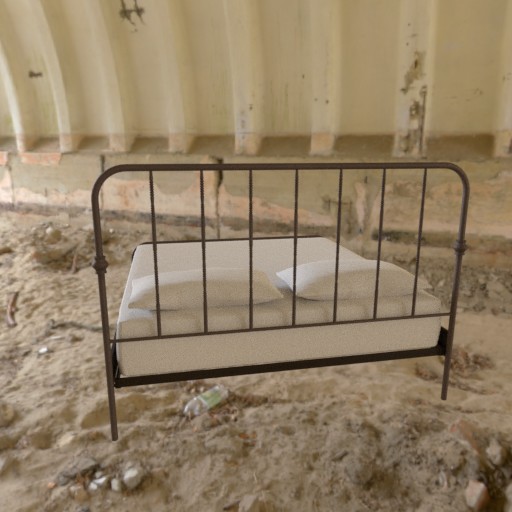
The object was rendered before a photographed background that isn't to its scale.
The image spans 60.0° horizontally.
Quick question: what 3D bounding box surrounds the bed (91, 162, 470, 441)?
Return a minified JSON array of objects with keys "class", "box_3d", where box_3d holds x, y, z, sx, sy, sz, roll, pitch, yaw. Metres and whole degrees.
[{"class":"bed","box_3d":[0.000,0.000,3.384,2.044,1.446,2.134,-3,14,-11]}]
